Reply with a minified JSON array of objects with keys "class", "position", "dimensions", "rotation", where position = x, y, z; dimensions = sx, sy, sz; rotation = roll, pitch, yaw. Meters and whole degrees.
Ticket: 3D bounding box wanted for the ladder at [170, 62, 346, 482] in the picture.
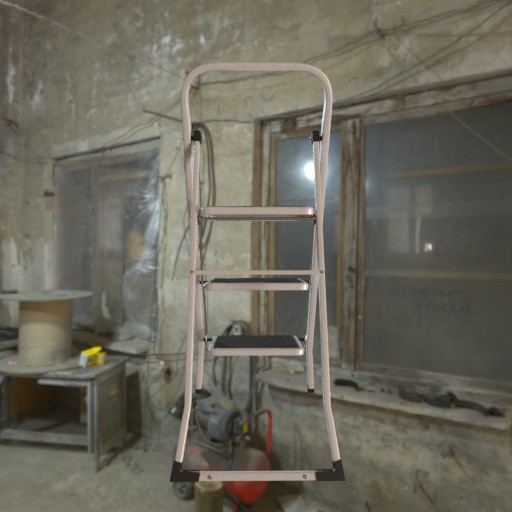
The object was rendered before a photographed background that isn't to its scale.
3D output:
[{"class":"ladder","position":[0.000,0.000,1.376],"dimensions":[0.460,1.050,0.711],"rotation":[0,0,-1]}]
